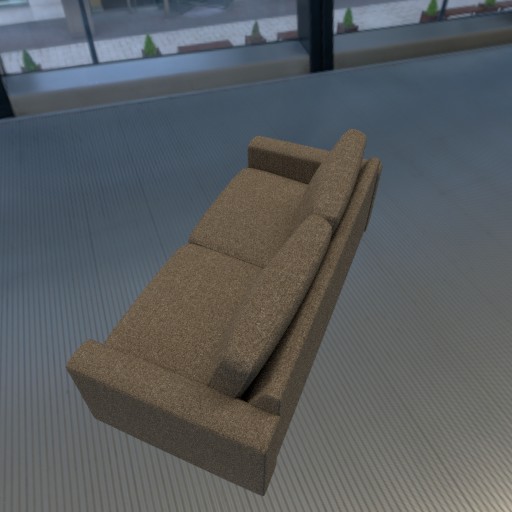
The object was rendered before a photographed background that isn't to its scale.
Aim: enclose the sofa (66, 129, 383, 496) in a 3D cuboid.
[{"bbox_3d":[0.000,0.000,2.631,1.016,0.873,2.179,17,48,16],"label":"sofa"}]
